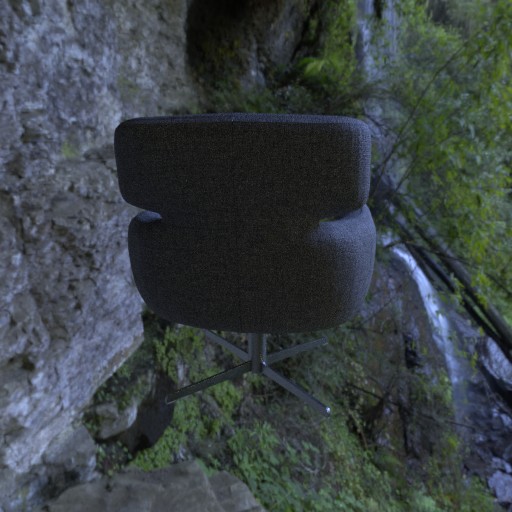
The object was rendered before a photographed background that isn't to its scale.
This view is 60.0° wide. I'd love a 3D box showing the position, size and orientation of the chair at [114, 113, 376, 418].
[{"bbox_3d":[0.000,0.000,1.368,0.706,0.812,0.715,2,15,8],"label":"chair"}]
